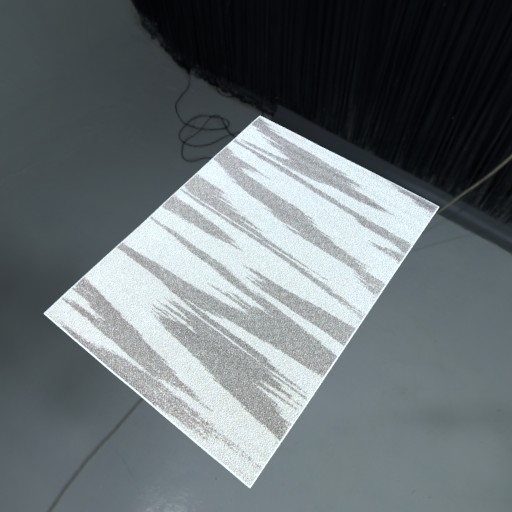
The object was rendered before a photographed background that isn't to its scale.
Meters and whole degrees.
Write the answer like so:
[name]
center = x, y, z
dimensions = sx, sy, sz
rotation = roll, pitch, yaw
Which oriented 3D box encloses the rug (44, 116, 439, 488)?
[rug]
center = 0.000, 0.000, 2.815
dimensions = 1.533, 0.010, 2.142
rotation = 32, 63, 19
